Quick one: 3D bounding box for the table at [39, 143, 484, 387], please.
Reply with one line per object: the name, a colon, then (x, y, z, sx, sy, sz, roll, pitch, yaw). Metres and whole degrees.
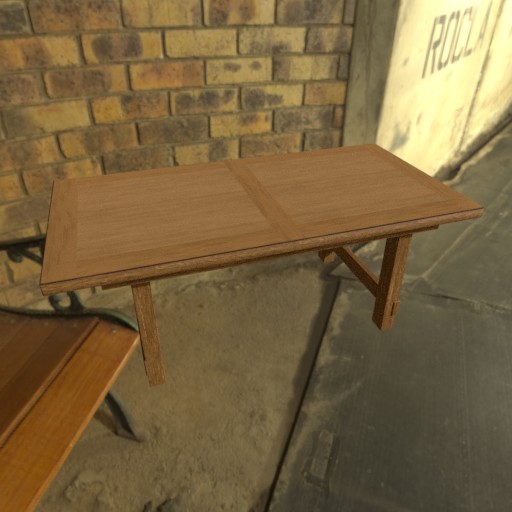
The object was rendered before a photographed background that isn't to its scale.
table: (0.000, 0.000, 2.466, 1.982, 0.762, 1.000, -10, 34, -15)
